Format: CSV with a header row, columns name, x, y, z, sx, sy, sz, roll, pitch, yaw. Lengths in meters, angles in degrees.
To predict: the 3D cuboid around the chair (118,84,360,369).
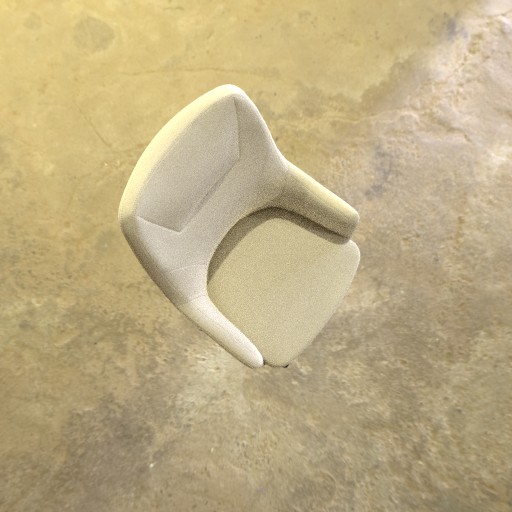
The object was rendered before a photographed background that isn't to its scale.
name,x,y,z,sx,sy,sz,roll,pitch,yaw
chair,0.000,0.000,1.465,0.640,1.049,0.620,35,79,8
